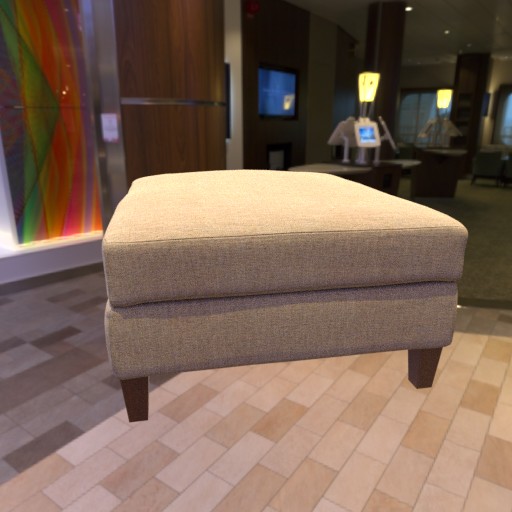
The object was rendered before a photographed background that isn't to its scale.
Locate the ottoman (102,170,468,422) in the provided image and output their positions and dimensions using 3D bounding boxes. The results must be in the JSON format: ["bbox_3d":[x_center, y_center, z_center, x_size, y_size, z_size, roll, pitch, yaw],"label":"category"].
[{"bbox_3d":[0.000,0.000,1.438,0.836,0.492,0.976,-3,18,-10],"label":"ottoman"}]
